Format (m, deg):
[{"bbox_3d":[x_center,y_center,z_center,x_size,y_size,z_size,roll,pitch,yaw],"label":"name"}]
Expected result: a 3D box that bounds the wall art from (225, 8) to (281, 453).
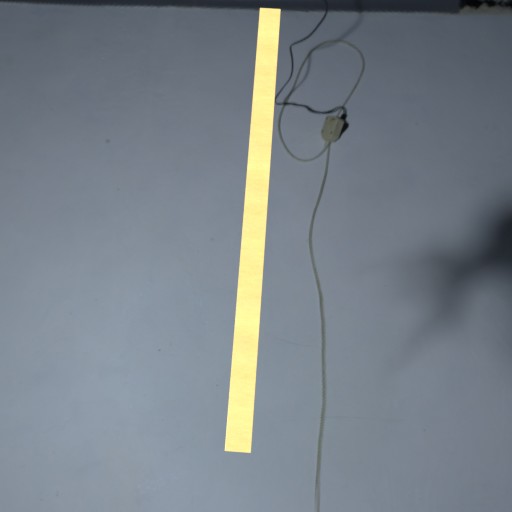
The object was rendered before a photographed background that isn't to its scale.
[{"bbox_3d":[0.000,0.000,2.800,0.097,1.936,1.935,4,77,1],"label":"wall art"}]
